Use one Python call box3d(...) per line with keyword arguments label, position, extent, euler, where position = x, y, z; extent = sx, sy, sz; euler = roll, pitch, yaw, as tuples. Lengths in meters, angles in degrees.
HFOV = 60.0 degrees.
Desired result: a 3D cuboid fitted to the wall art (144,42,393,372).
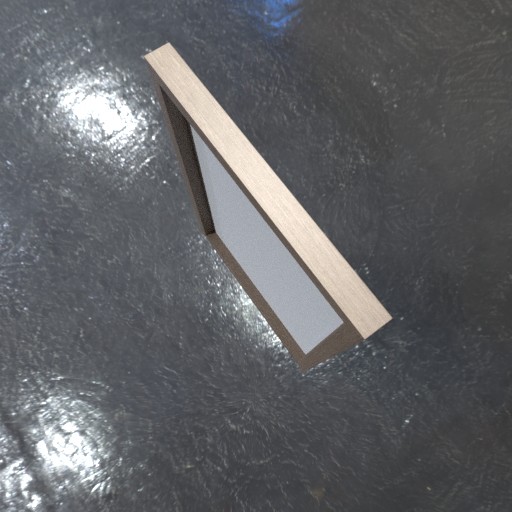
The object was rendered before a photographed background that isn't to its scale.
box3d(label="wall art", position=(0.000, 0.000, 0.661), extent=(0.032, 0.510, 0.358), euler=(-34, 75, -10))
